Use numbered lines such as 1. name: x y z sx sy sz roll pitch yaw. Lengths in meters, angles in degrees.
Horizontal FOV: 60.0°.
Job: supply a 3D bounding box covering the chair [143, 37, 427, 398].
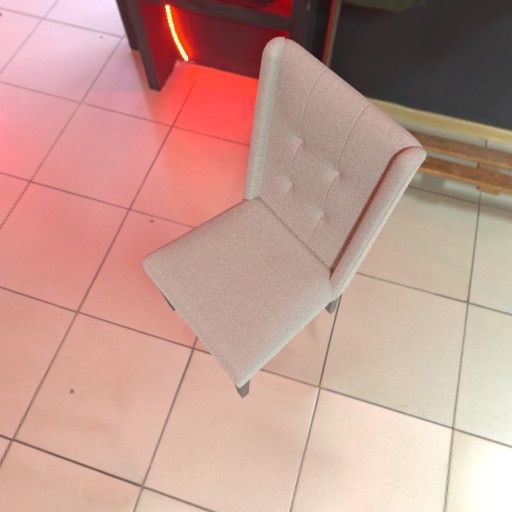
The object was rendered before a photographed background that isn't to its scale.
1. chair: 0.000 0.000 1.276 0.523 0.961 0.474 -37 70 -16
